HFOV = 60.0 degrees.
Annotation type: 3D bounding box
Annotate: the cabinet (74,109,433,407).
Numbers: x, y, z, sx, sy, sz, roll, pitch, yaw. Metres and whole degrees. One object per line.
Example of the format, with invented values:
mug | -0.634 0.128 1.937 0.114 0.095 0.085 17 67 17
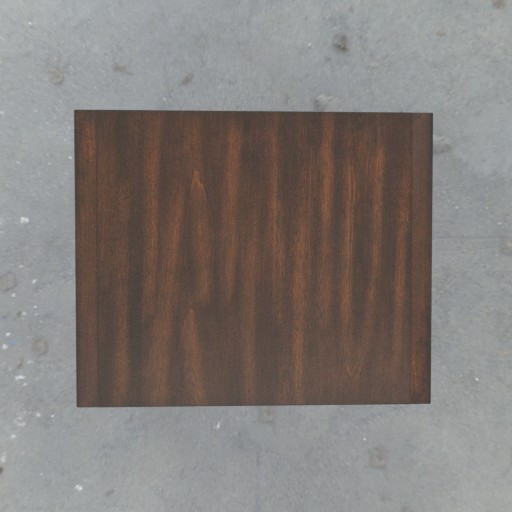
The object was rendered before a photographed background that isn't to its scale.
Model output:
cabinet | 0.000 0.000 0.831 0.500 0.455 0.402 0 91 -2
